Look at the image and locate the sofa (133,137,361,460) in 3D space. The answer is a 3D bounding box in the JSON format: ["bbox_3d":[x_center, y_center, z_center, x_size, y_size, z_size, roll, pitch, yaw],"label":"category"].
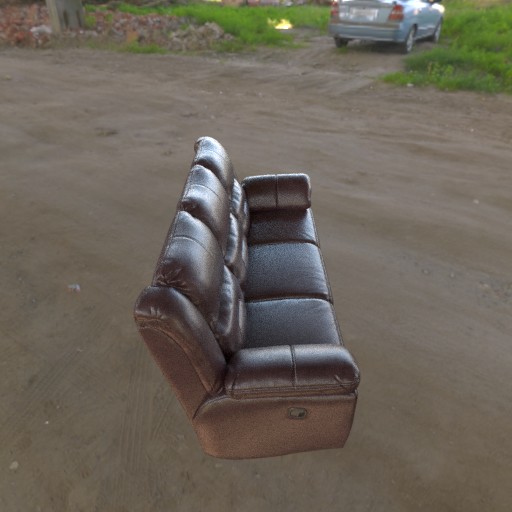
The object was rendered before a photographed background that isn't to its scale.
[{"bbox_3d":[0.000,0.000,2.896,0.991,1.043,2.337,0,32,0],"label":"sofa"}]
